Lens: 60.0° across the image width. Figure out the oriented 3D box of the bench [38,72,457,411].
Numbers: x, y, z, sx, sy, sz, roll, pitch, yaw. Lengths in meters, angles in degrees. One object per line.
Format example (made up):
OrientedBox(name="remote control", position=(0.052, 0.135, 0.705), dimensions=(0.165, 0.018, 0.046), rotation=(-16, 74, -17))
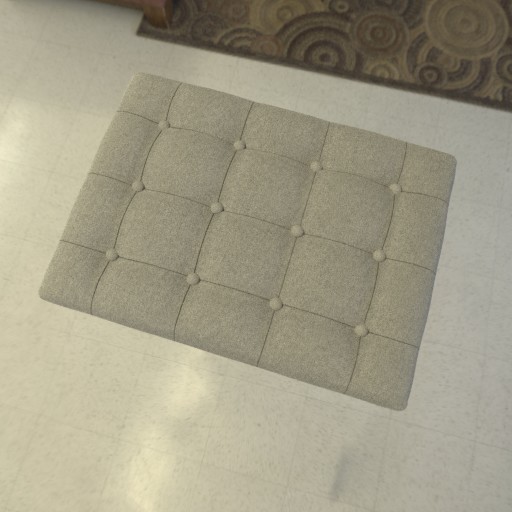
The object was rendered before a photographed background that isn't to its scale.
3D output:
OrientedBox(name="bench", position=(0.000, 0.000, 0.881), dimensions=(0.572, 0.469, 0.417), rotation=(16, 76, 4))
